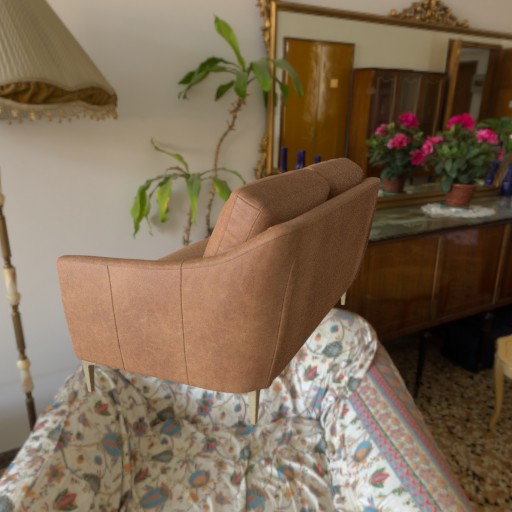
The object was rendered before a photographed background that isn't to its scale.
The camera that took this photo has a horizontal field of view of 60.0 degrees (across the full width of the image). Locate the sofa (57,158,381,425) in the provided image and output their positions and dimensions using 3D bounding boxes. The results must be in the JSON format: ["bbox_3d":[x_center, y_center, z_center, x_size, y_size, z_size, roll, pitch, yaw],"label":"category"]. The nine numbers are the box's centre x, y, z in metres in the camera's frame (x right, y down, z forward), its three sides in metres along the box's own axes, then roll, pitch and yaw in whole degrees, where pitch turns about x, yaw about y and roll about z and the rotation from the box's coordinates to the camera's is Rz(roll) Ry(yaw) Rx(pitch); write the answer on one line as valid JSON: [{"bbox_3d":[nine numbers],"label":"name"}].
[{"bbox_3d":[0.000,0.000,2.230,0.960,0.902,1.619,8,19,25],"label":"sofa"}]
